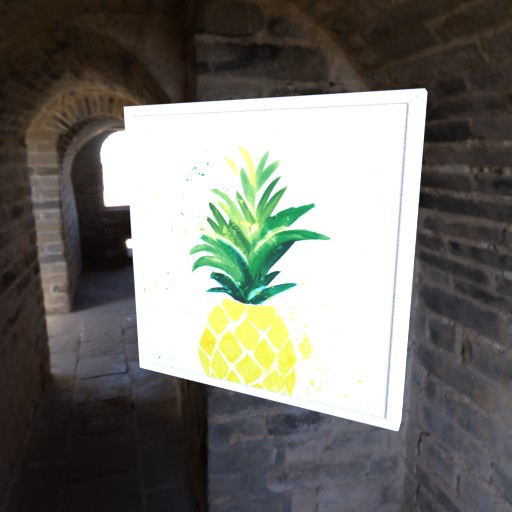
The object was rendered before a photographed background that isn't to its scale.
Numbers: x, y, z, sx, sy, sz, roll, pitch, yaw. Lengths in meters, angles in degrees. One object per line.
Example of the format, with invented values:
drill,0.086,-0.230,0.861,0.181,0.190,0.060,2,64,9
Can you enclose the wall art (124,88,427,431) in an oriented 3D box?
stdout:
wall art,0.000,0.000,0.760,0.508,0.507,0.035,6,14,25
